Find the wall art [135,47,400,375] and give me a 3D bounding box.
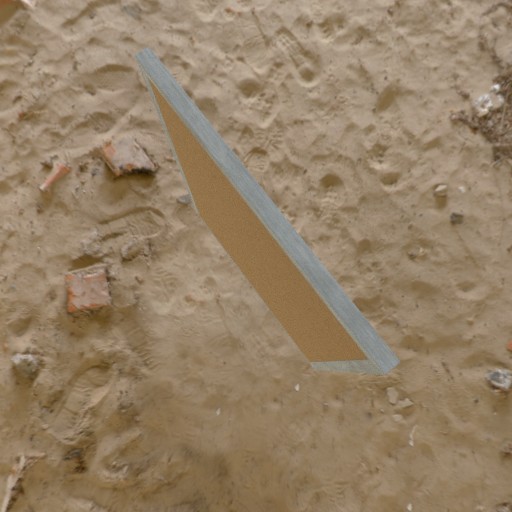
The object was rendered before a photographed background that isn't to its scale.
[{"bbox_3d":[0.000,0.000,0.790,0.022,0.582,0.479,-36,79,-8],"label":"wall art"}]
